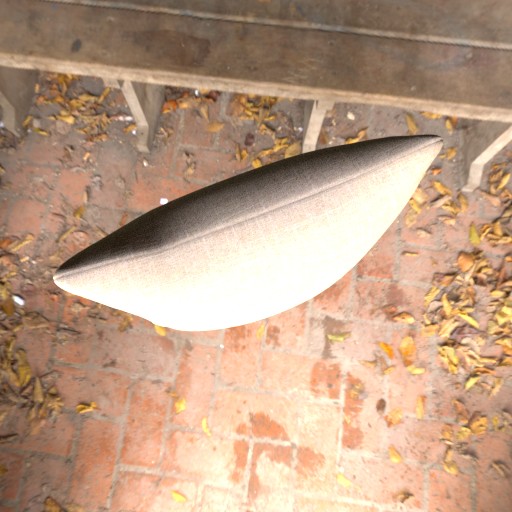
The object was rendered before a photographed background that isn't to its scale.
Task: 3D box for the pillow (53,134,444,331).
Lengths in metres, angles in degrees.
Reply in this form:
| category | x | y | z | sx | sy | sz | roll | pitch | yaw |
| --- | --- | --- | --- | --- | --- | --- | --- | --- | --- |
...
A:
| category | x | y | z | sx | sy | sz | roll | pitch | yaw |
| --- | --- | --- | --- | --- | --- | --- | --- | --- | --- |
| pillow | 0.000 | 0.000 | 0.628 | 0.414 | 0.399 | 0.173 | -20 | 76 | -5 |
